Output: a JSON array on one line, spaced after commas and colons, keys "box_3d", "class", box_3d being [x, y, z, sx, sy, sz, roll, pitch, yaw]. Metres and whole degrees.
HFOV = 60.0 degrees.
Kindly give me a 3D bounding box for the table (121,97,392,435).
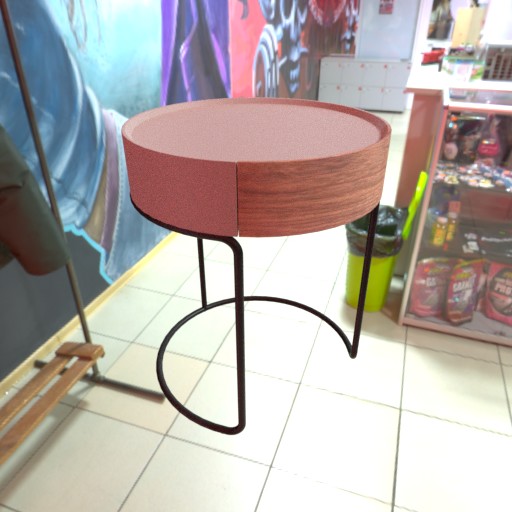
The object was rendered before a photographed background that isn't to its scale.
[{"box_3d": [0.000, 0.000, 0.889, 0.450, 0.530, 0.450, 0, 30, 0], "class": "table"}]
